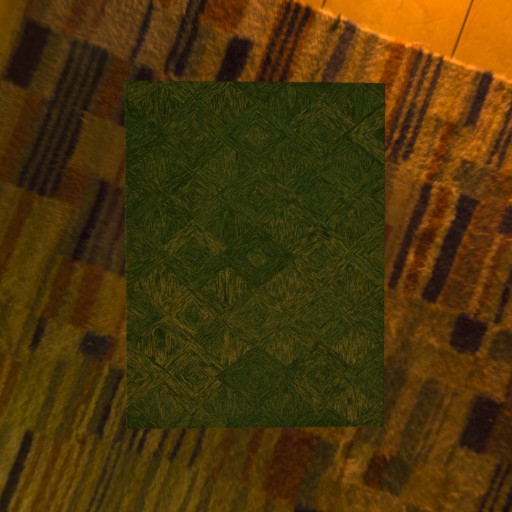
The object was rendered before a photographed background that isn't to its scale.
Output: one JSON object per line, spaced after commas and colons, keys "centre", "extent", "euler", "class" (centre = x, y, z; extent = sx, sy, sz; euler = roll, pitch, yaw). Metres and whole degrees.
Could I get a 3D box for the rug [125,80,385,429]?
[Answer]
{"centre": [0.000, 0.000, 4.121], "extent": [2.405, 0.027, 3.217], "euler": [0, 91, -1], "class": "rug"}
